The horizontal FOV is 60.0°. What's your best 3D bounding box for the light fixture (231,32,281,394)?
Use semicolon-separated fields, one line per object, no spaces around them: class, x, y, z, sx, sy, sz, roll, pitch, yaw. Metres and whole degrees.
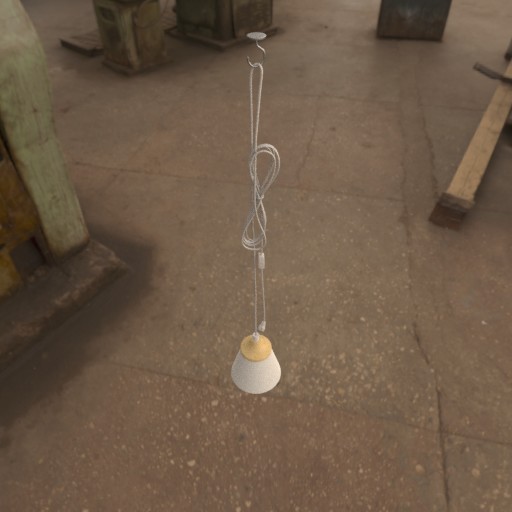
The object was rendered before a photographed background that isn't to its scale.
light fixture;0.000;0.000;1.042;0.153;0.966;0.153;10;43;11
